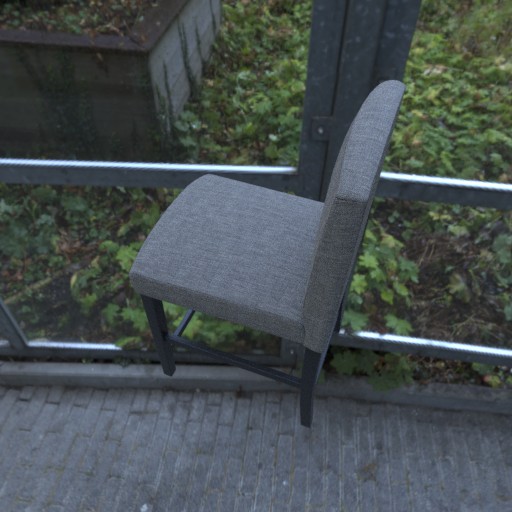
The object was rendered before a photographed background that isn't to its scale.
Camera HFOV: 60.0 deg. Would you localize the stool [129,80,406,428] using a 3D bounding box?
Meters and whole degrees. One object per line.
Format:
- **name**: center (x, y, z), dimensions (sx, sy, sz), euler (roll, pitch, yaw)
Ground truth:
- **stool**: center (0.000, 0.000, 1.231), dimensions (0.552, 0.966, 0.451), euler (16, 48, 14)
